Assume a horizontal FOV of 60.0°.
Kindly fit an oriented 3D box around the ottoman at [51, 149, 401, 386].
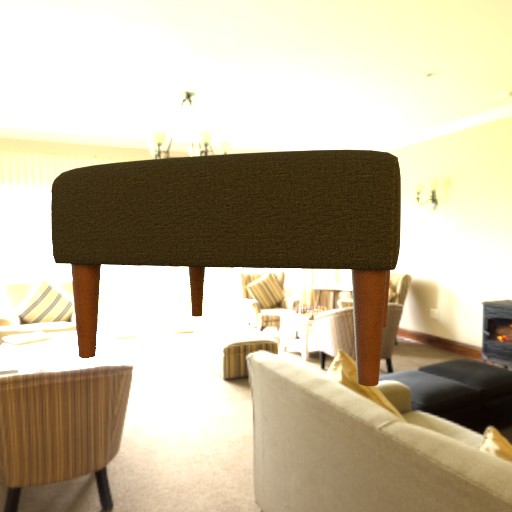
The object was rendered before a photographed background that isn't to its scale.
[{"bbox_3d":[0.000,0.000,1.054,0.650,0.398,0.649,1,2,18],"label":"ottoman"}]
